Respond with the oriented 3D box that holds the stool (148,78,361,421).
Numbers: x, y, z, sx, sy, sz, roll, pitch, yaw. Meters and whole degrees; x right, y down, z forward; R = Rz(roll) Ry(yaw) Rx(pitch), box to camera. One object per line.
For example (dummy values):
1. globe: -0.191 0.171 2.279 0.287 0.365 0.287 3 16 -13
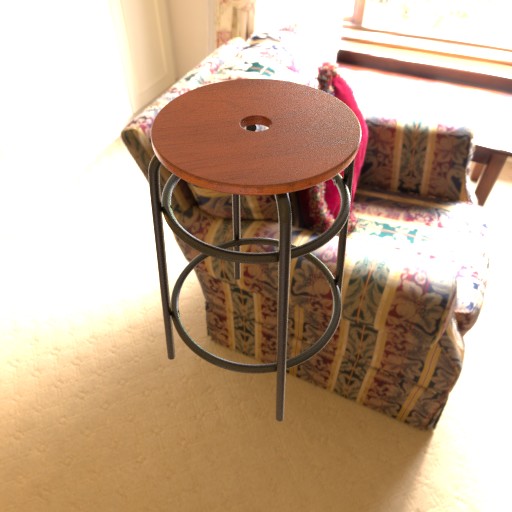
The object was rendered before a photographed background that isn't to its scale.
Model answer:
1. stool: 0.000 0.000 0.930 0.455 0.610 0.455 -10 46 -10
